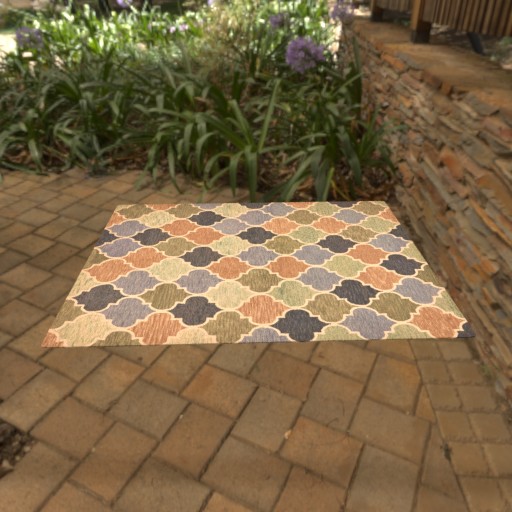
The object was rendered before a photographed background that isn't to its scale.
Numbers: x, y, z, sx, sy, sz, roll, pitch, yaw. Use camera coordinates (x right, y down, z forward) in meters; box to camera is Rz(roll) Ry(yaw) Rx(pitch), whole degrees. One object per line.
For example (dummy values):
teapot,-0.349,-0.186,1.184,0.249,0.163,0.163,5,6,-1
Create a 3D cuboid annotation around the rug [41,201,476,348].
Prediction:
rug,0.000,0.000,4.280,3.200,0.013,2.439,-1,31,-2
